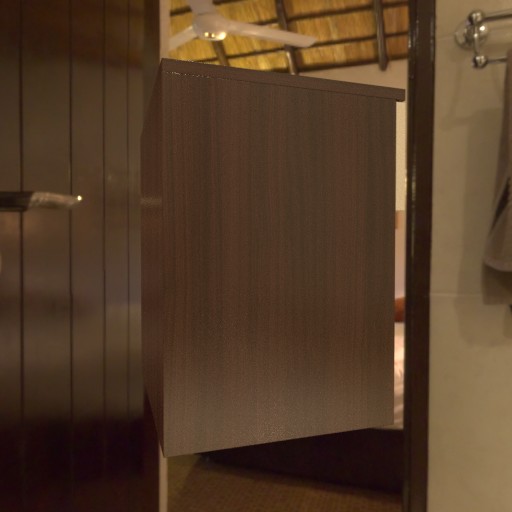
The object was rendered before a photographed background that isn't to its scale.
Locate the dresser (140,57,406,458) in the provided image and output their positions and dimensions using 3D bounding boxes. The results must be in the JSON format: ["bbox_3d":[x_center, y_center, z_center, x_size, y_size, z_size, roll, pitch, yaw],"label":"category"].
[{"bbox_3d":[0.000,0.000,0.763,0.360,0.470,0.400,0,1,-18],"label":"dresser"}]
